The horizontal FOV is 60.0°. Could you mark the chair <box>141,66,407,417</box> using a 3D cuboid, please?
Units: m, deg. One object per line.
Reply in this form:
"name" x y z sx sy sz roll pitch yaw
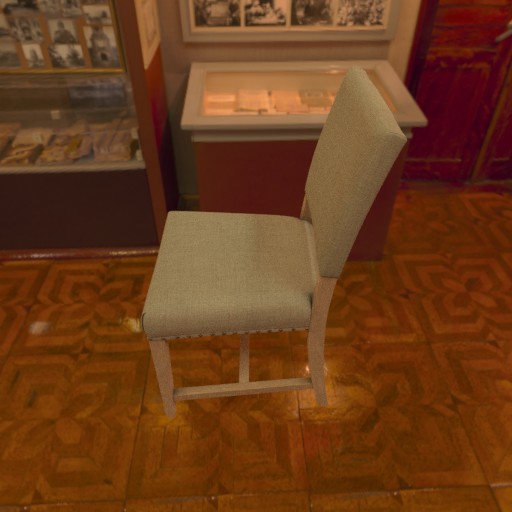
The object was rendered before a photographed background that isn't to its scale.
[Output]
"chair" 0.000 0.000 1.355 0.622 0.986 0.508 0 40 0
